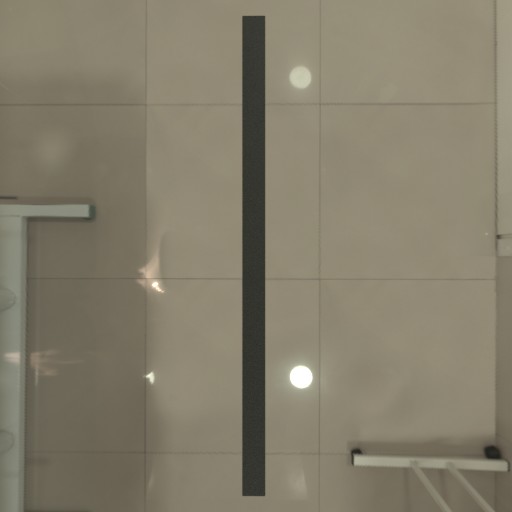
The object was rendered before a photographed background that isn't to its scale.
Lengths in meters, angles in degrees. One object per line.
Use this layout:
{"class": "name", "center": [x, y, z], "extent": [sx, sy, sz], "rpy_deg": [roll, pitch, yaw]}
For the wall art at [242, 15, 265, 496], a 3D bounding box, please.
{"class": "wall art", "center": [0.000, 0.000, 0.559], "extent": [0.021, 0.301, 0.443], "rpy_deg": [0, 90, 1]}
